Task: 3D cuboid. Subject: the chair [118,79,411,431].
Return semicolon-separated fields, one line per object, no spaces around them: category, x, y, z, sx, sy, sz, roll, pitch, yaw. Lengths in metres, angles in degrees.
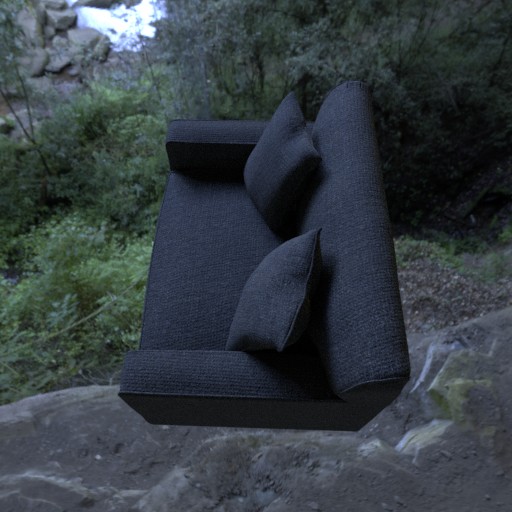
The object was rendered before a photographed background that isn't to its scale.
chair;0.000;0.000;2.021;1.000;0.948;1.383;2;59;1
